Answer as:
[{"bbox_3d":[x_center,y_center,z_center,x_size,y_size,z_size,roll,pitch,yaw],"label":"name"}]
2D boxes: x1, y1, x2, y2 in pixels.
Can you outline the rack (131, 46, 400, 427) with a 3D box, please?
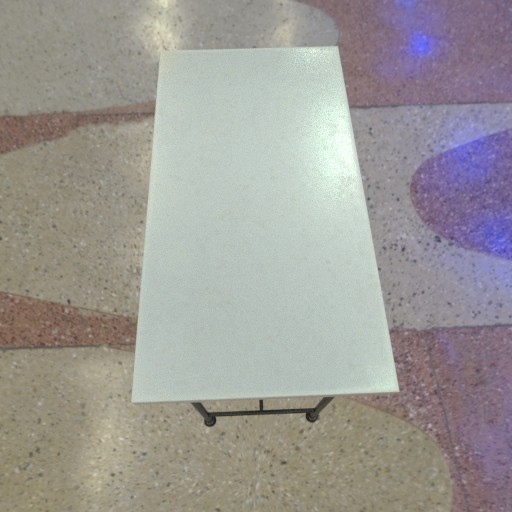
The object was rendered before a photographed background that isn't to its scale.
[{"bbox_3d":[0.000,0.000,1.659,0.613,0.880,1.159,-2,63,-1],"label":"rack"}]
